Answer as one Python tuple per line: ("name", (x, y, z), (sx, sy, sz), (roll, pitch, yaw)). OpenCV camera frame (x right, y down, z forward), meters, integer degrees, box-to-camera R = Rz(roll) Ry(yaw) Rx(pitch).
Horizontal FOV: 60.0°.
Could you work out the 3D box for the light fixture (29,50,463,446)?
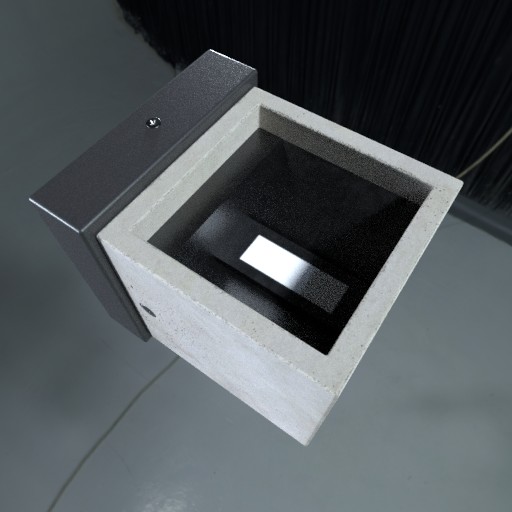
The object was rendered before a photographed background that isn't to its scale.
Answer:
("light fixture", (0.000, 0.000, 0.235), (0.143, 0.121, 0.121), (31, 63, 17))
